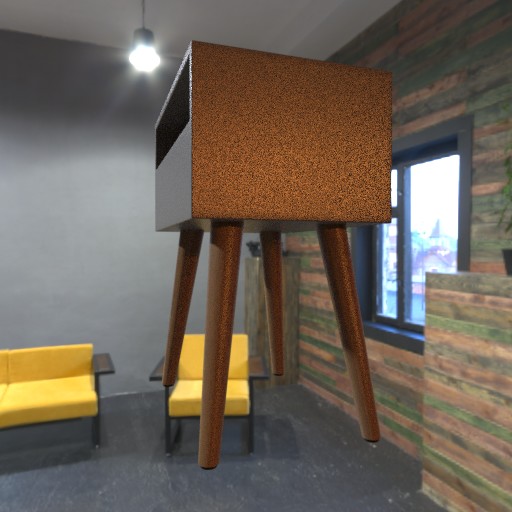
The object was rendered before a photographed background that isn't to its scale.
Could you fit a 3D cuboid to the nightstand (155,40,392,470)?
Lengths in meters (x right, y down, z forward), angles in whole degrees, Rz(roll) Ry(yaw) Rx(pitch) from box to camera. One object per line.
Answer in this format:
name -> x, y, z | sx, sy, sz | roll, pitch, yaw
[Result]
nightstand -> 0.000, 0.000, 0.739 | 0.288, 0.508, 0.370 | 0, 1, -19
